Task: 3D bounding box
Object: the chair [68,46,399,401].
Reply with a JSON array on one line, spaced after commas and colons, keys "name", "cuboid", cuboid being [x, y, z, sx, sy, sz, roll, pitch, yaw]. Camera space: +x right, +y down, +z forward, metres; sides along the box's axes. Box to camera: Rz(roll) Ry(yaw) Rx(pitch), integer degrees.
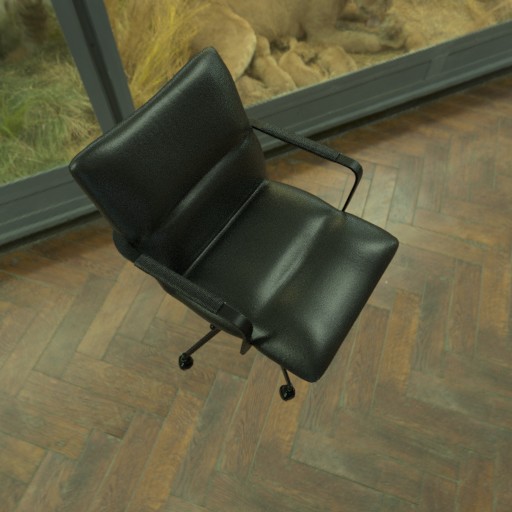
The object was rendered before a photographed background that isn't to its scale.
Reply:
[{"name": "chair", "cuboid": [0.000, 0.000, 1.437, 0.748, 0.922, 0.719, 30, 63, 17]}]
